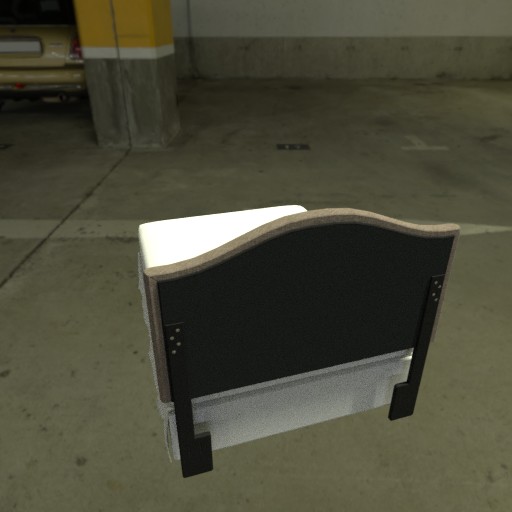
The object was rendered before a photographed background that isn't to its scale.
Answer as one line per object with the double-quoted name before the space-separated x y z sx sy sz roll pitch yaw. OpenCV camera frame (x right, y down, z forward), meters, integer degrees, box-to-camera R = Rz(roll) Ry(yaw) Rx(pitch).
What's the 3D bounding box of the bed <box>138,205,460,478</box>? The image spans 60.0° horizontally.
"bed" 0.000 0.000 3.264 1.713 1.518 2.153 -9 29 -15
